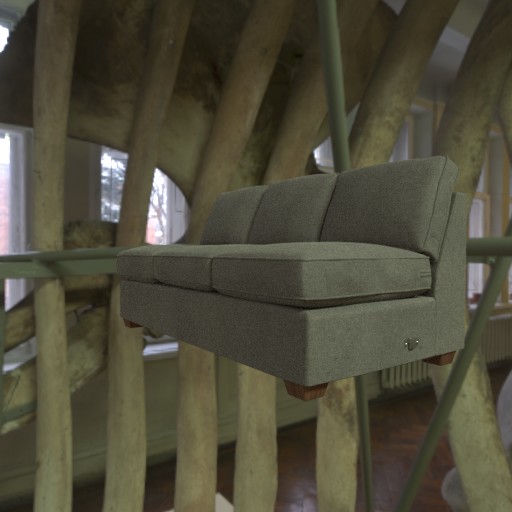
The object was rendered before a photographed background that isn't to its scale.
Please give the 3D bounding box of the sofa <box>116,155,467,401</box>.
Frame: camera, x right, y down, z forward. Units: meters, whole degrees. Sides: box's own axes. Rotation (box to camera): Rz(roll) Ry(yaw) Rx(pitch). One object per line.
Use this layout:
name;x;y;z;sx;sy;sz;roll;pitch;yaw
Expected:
sofa;0.000;0.000;2.542;1.027;0.973;1.962;-1;1;-36
